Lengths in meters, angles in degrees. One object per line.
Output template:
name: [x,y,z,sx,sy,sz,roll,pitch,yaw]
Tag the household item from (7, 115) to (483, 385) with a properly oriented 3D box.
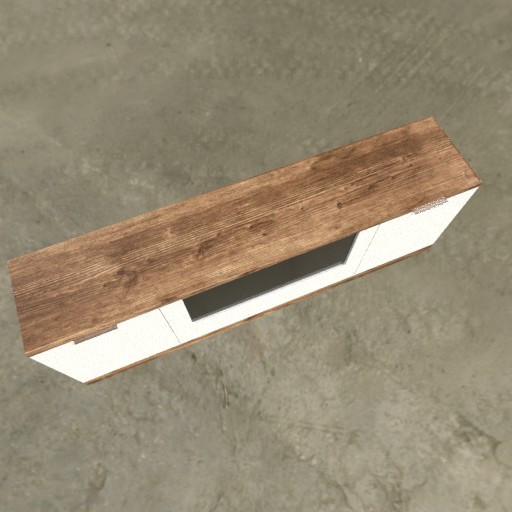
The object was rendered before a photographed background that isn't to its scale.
household item: [0.000,0.000,1.962,1.800,0.615,0.390,-21,67,-9]
